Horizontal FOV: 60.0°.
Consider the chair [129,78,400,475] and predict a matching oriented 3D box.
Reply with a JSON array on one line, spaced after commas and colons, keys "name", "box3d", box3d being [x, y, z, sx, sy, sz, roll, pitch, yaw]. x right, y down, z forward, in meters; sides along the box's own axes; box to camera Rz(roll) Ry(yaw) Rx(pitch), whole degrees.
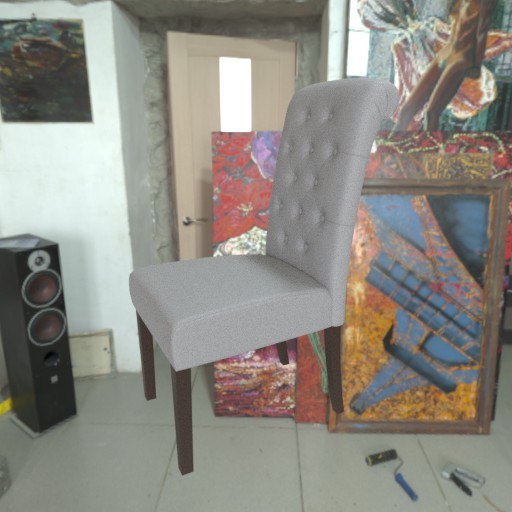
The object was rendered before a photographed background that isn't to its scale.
[{"name": "chair", "box3d": [0.000, 0.000, 1.327, 0.671, 1.006, 0.456, -8, 19, -26]}]
